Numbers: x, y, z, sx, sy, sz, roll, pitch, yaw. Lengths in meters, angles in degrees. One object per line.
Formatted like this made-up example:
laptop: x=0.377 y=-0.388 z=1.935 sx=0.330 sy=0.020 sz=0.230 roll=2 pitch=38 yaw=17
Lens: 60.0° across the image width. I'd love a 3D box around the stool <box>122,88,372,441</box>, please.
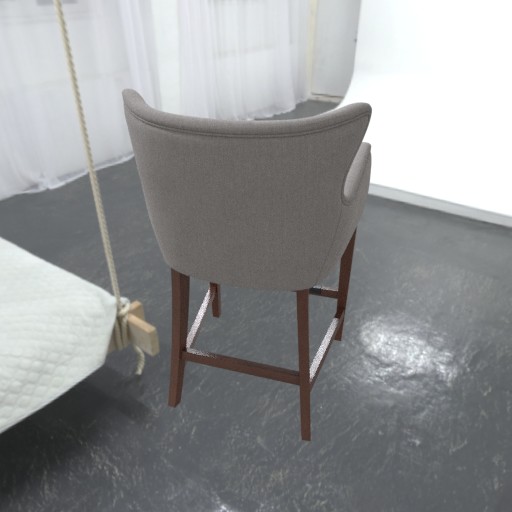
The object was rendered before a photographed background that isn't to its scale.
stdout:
stool: x=0.000 y=0.000 z=1.299 sx=0.575 sy=0.951 sz=0.575 roll=9 pitch=31 yaw=14
